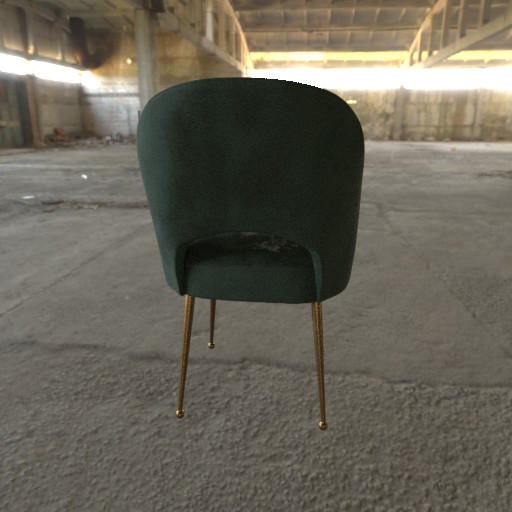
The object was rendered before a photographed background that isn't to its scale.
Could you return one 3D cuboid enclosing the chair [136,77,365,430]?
[{"bbox_3d":[0.000,0.000,1.211,0.527,0.860,0.577,2,17,7],"label":"chair"}]
